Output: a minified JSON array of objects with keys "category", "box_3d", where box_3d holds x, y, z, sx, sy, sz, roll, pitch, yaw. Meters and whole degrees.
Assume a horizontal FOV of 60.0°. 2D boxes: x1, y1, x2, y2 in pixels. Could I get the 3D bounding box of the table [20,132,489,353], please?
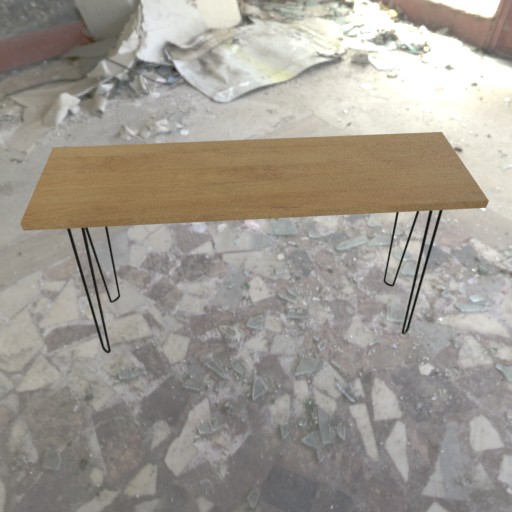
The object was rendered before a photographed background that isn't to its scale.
[{"category":"table","box_3d":[0.000,0.000,1.744,1.400,0.799,0.399,-3,47,-3]}]
